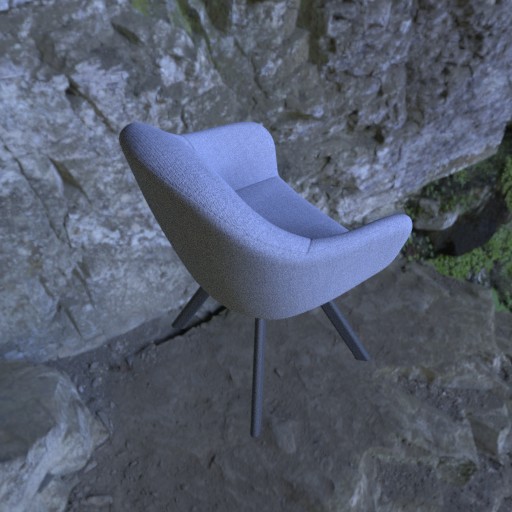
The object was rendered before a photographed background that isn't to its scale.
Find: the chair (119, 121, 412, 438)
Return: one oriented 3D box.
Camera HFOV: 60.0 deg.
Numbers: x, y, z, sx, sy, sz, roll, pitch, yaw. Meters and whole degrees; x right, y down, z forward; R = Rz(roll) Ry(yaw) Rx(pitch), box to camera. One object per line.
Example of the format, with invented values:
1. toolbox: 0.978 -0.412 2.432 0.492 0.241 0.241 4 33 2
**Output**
1. chair: 0.000 0.000 1.172 0.550 0.795 0.590 -25 47 -26
